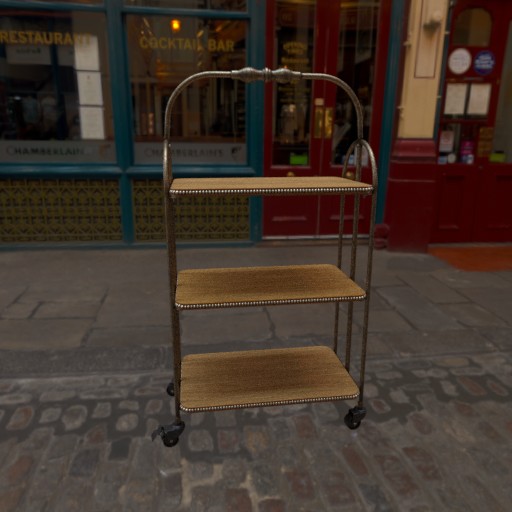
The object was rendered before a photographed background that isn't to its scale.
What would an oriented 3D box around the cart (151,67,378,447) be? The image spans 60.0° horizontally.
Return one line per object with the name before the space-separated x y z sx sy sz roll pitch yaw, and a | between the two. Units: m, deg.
cart | 0.000 0.000 1.329 0.650 1.052 0.330 -2 15 -8
